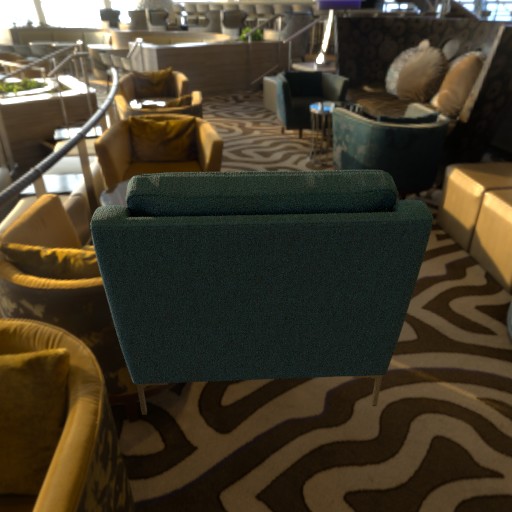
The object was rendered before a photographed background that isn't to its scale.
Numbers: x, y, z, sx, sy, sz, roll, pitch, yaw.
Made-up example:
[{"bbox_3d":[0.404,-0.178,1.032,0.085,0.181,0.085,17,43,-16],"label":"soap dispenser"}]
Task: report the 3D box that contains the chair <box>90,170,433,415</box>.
[{"bbox_3d":[0.000,0.000,1.570,0.847,0.828,0.849,-1,30,-2],"label":"chair"}]
